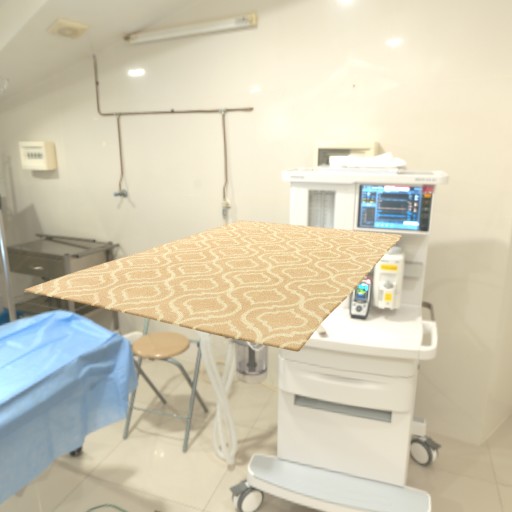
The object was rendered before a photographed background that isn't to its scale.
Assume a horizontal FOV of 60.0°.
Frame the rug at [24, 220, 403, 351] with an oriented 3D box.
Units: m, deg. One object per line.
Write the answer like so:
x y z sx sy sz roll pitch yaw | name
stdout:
0.000 0.000 2.221 1.152 0.013 1.761 7 16 26 | rug
